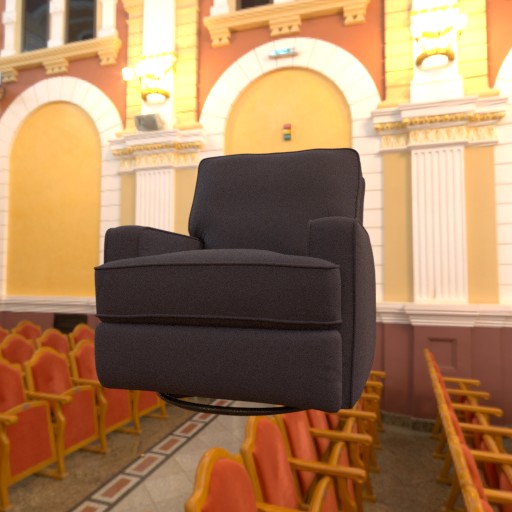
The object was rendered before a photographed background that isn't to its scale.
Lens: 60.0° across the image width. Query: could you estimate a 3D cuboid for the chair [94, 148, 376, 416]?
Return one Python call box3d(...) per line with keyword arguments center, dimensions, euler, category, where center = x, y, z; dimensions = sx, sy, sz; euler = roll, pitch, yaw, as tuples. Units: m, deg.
box3d(center=(0.000, 0.000, 1.693), dimensions=(0.861, 0.962, 0.964), euler=(-1, -3, 18), category="chair")
